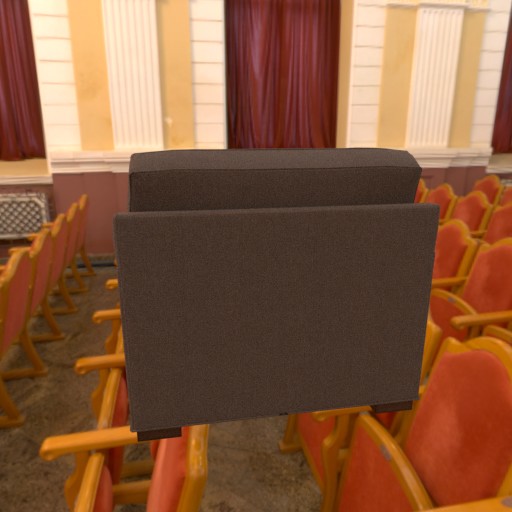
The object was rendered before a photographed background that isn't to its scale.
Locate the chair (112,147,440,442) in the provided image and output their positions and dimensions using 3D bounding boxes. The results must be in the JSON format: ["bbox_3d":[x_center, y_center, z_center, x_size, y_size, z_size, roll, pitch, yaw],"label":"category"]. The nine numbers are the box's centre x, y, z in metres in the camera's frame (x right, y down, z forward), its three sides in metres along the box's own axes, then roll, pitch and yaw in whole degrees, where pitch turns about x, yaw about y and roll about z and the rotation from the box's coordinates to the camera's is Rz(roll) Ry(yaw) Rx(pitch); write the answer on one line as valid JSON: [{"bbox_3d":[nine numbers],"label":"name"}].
[{"bbox_3d":[0.000,0.000,1.858,0.997,0.913,1.043,-3,16,-10],"label":"chair"}]
